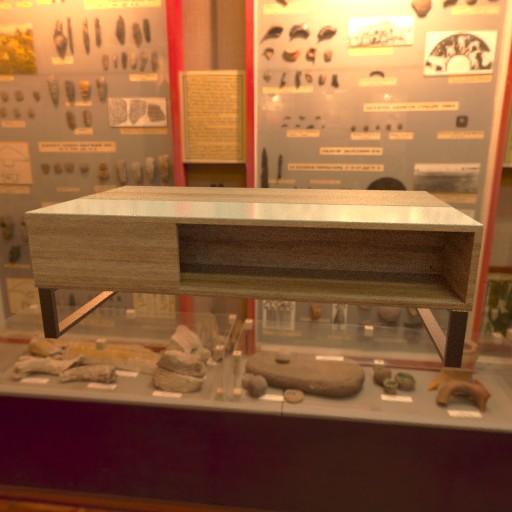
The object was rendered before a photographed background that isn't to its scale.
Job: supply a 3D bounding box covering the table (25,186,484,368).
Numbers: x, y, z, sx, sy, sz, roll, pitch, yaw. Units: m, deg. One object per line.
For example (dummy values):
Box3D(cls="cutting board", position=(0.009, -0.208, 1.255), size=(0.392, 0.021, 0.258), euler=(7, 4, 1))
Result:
Box3D(cls="table", position=(0.000, 0.000, 1.380), size=(1.100, 0.350, 0.600), euler=(2, 16, 8))
